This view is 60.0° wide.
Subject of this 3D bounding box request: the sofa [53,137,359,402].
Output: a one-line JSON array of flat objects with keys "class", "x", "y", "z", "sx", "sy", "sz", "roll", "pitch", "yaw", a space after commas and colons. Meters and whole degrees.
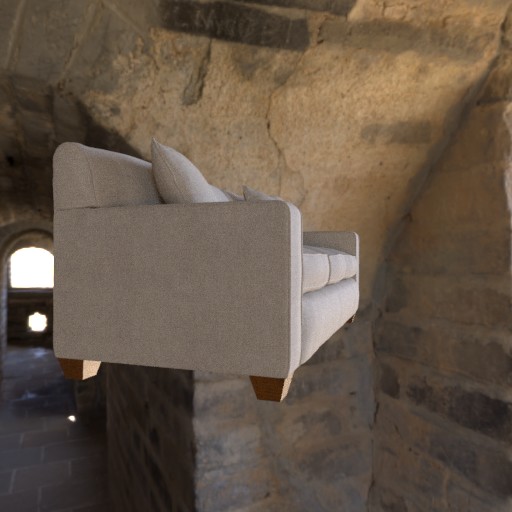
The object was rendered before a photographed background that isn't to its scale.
[{"class": "sofa", "x": 0.000, "y": 0.000, "z": 2.499, "sx": 0.997, "sy": 0.958, "sz": 2.024, "roll": 0, "pitch": 0, "yaw": 19}]
